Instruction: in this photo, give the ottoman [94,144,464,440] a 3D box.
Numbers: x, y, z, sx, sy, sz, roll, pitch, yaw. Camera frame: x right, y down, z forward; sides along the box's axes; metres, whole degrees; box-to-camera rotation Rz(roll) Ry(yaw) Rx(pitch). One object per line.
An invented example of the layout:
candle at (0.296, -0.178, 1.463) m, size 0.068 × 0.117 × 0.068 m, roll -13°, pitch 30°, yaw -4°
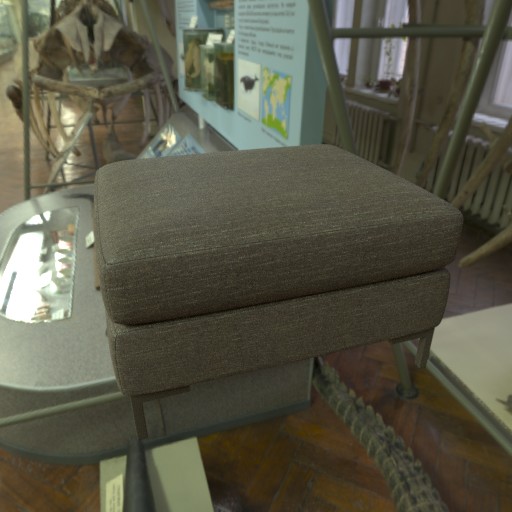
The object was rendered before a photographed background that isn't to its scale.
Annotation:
ottoman at (0.000, 0.000, 1.241) m, size 0.820 × 0.490 × 0.671 m, roll -9°, pitch 29°, yaw -16°
